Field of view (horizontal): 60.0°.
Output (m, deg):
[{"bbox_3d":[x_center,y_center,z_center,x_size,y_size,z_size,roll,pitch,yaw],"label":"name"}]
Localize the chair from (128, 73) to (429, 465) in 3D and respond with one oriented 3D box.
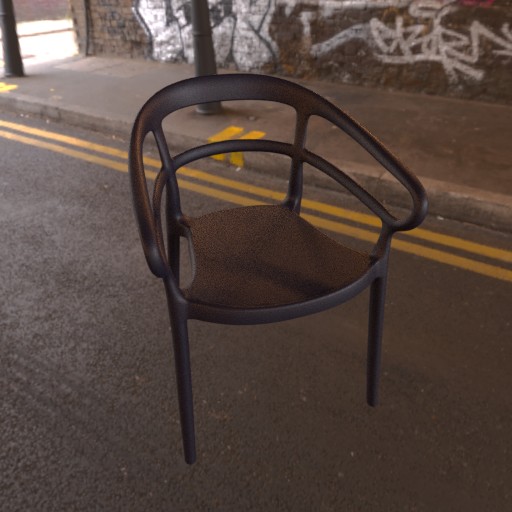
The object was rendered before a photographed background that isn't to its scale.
[{"bbox_3d":[0.000,0.000,1.102,0.559,0.761,0.527,-11,34,-16],"label":"chair"}]
